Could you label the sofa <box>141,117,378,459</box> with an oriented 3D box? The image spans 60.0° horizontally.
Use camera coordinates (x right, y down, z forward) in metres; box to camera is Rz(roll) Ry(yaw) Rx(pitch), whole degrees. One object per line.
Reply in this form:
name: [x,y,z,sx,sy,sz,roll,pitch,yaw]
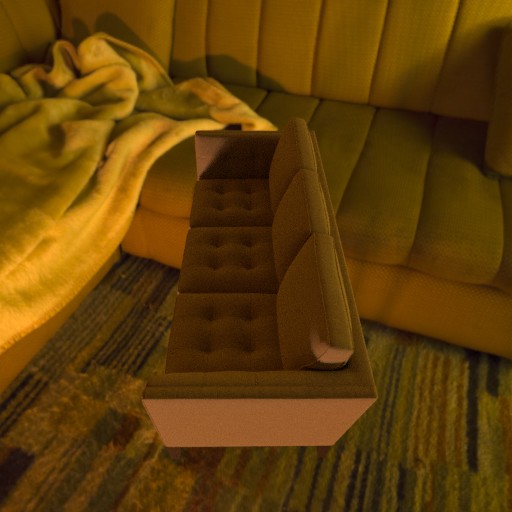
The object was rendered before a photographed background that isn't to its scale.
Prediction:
sofa: [0.000,0.000,2.862,0.965,0.940,2.388,0,42,0]
